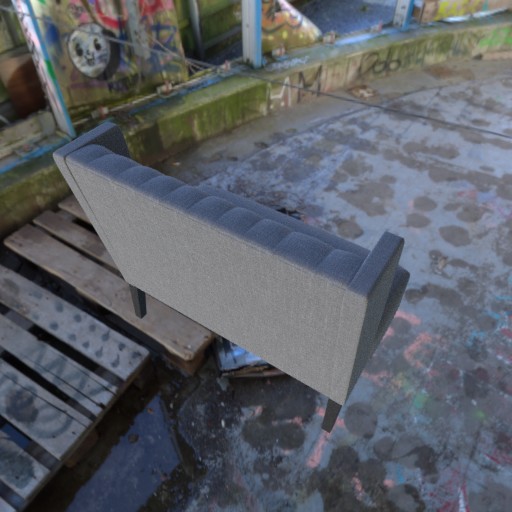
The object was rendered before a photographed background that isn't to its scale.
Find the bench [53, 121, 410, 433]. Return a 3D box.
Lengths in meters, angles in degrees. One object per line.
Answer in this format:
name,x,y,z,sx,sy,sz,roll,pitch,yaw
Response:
bench,0.000,0.000,2.038,1.276,1.121,0.842,25,51,22
